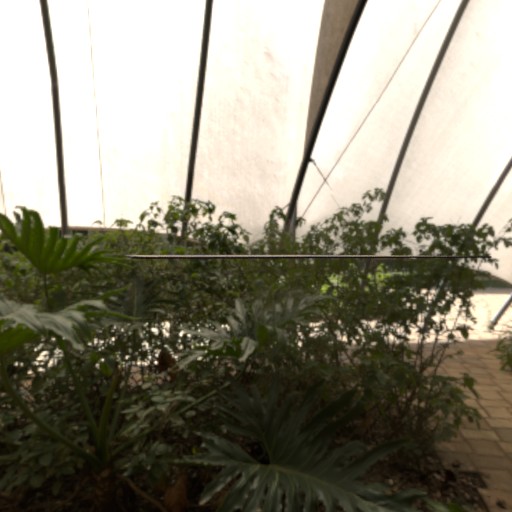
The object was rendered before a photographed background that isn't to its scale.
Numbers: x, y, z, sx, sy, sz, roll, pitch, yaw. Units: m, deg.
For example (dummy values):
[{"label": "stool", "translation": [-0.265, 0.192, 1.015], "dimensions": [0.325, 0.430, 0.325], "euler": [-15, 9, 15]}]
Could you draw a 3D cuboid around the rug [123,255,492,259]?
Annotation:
[{"label": "rug", "translation": [0.000, 0.000, 2.884], "dimensions": [1.630, 0.009, 2.232], "euler": [0, 0, -17]}]
